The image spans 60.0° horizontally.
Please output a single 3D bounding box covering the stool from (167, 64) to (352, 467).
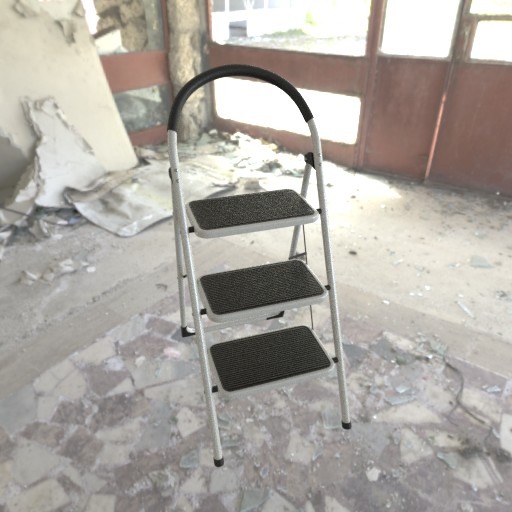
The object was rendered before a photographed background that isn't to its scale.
[{"bbox_3d":[0.000,0.000,1.454,0.485,1.109,0.676,-9,32,-15],"label":"stool"}]
